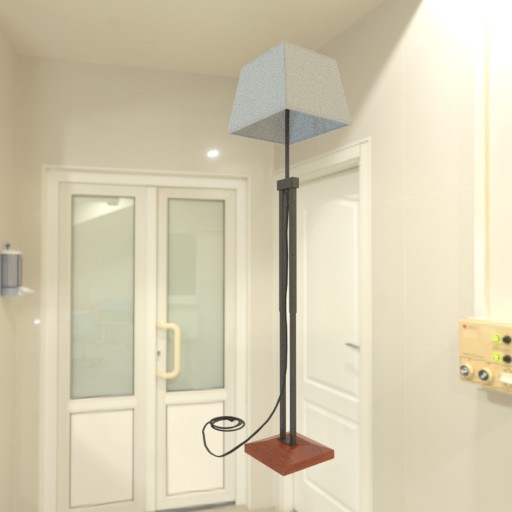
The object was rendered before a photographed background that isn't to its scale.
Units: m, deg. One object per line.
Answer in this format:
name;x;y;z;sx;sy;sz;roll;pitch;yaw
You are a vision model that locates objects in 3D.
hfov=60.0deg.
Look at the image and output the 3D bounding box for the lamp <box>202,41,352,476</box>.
lamp;0.000;0.000;2.019;0.472;1.712;0.745;1;-1;-35
